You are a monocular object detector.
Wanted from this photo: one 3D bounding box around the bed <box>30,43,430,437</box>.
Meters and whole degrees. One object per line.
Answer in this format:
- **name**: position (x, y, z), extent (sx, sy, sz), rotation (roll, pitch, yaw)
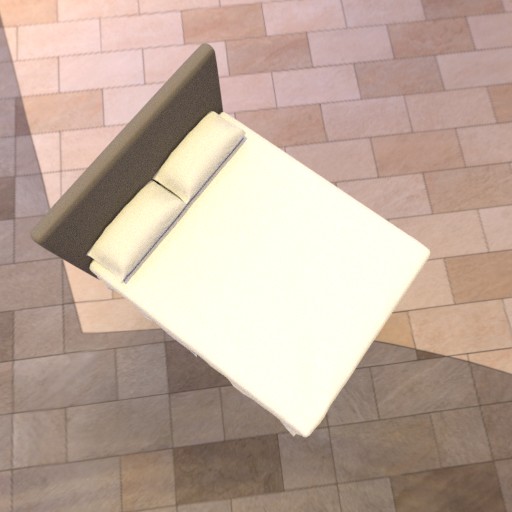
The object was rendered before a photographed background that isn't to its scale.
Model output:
- **bed**: position (0.000, 0.000, 3.228), extent (2.142, 1.330, 1.748), rotation (36, 78, 9)
